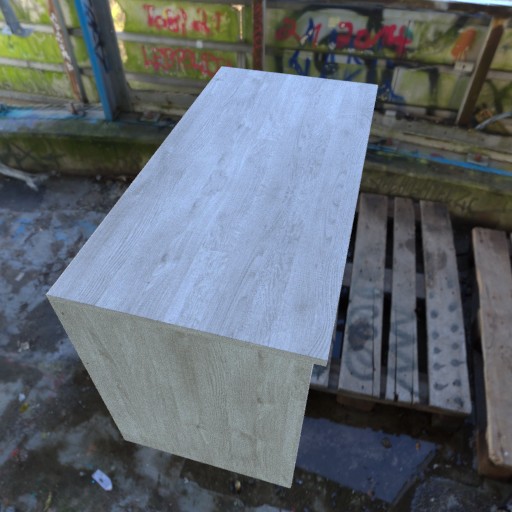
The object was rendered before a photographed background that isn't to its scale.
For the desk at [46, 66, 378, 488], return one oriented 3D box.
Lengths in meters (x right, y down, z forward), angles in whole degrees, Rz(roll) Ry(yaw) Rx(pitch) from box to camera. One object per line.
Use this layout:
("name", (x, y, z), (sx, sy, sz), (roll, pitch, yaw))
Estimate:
("desk", (0.000, 0.000, 1.455), (0.560, 0.730, 1.100), (11, 47, 11))
